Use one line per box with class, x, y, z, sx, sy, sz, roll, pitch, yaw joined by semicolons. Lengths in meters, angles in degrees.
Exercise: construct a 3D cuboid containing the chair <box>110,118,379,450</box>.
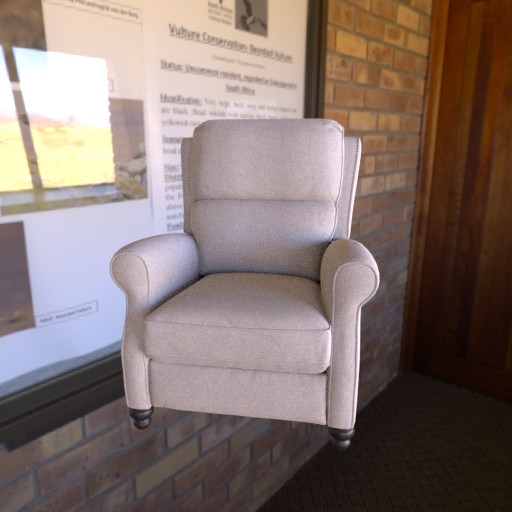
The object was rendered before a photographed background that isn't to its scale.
chair;0.000;0.000;1.725;0.859;1.046;0.919;2;15;9
